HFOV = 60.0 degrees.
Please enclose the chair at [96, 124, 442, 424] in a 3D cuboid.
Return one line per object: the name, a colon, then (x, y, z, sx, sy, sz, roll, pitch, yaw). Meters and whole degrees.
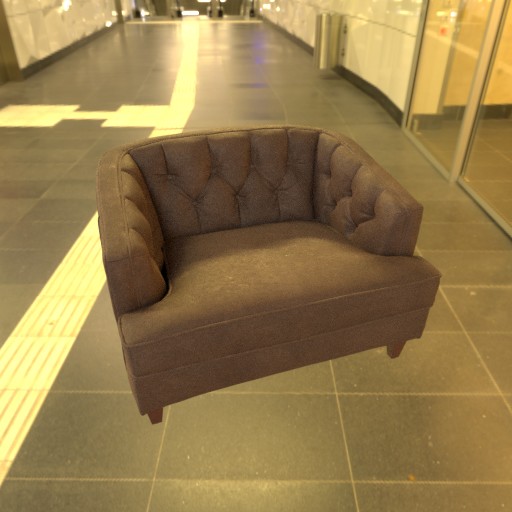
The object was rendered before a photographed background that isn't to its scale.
chair: (0.000, 0.000, 1.753, 1.118, 0.787, 0.914, -10, 33, -16)
